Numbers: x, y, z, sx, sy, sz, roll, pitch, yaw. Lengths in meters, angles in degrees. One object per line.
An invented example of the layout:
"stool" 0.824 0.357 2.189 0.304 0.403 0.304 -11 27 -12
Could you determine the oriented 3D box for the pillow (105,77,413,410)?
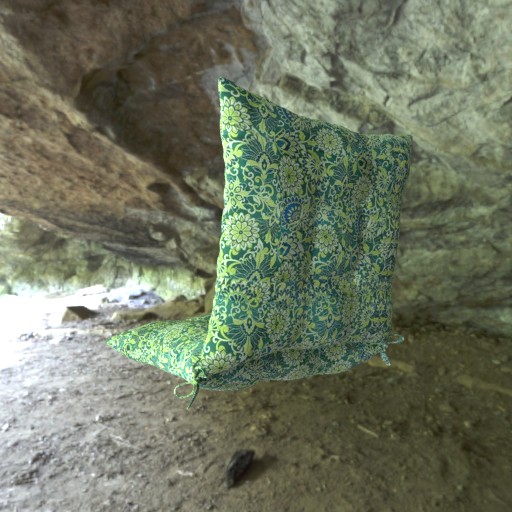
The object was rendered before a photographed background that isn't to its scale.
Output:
"pillow" 0.000 0.000 1.020 0.541 0.536 0.585 1 -1 -36
